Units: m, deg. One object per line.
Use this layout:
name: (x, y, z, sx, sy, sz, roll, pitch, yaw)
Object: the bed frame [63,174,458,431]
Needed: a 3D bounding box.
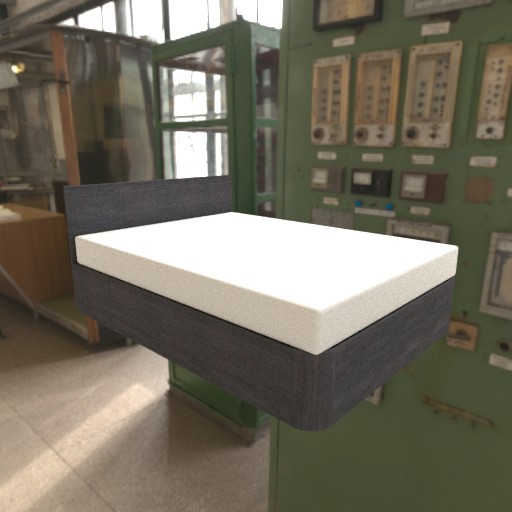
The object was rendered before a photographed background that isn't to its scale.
bed frame: (0.000, 0.000, 2.658, 1.900, 0.800, 1.400, 13, 19, 41)
